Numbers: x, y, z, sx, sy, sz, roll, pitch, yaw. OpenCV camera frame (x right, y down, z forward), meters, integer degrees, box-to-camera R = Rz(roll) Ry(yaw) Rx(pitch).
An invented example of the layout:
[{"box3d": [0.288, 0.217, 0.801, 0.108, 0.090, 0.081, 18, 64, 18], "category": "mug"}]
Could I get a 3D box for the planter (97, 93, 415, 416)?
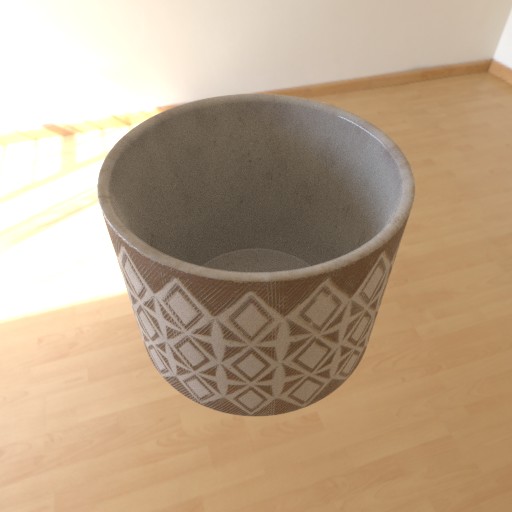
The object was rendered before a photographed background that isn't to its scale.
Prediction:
[{"box3d": [0.000, 0.000, 0.335, 0.193, 0.165, 0.193, 0, 46, 0], "category": "planter"}]
